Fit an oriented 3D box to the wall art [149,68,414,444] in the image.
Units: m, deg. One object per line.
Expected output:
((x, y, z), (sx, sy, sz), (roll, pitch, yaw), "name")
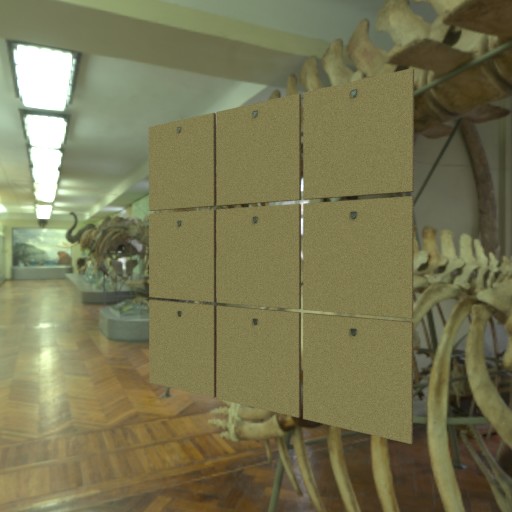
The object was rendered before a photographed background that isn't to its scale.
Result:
((0.000, 0.000, 1.777), (1.221, 1.218, 0.024), (0, 1, 34), "wall art")
